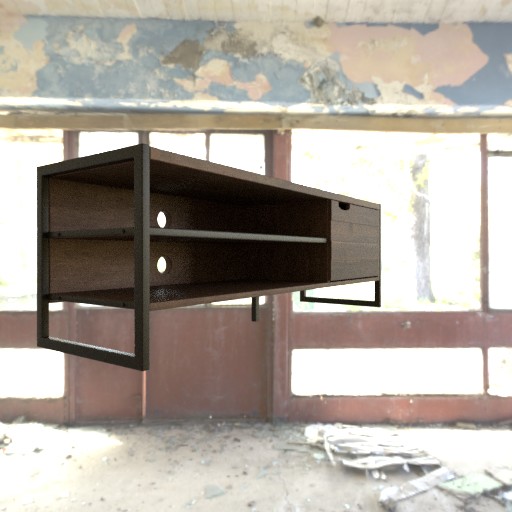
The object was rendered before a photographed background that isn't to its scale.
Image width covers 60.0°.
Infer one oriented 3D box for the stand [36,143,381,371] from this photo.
[{"bbox_3d":[0.000,0.000,1.711,0.454,0.506,1.480,0,0,36],"label":"stand"}]
